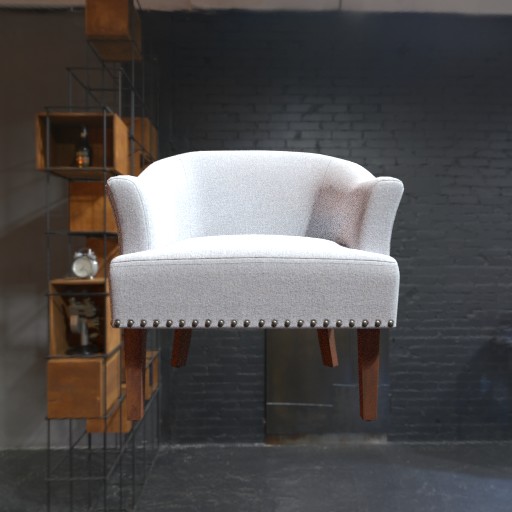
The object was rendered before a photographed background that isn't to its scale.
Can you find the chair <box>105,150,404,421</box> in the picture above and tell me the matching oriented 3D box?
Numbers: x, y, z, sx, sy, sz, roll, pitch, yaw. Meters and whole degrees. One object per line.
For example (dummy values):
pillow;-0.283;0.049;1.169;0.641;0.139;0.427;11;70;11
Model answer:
chair;0.000;0.000;1.400;0.798;0.815;0.704;0;0;0
